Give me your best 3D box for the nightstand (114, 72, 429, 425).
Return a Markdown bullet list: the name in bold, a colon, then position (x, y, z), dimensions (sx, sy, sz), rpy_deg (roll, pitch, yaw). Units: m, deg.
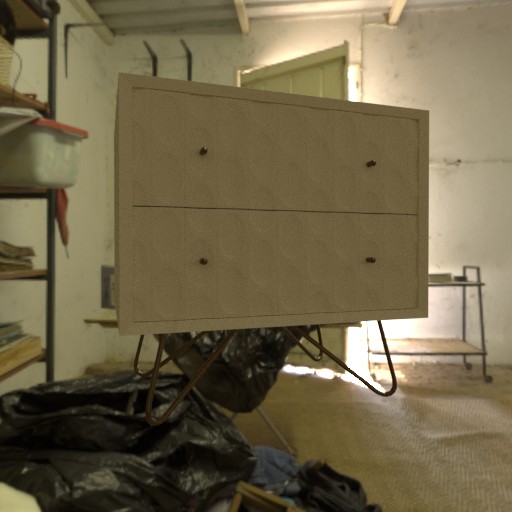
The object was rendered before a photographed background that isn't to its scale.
- **nightstand**: position (0.000, 0.000, 1.021), dimensions (0.614, 0.604, 0.447), rpy_deg (0, 1, -19)
